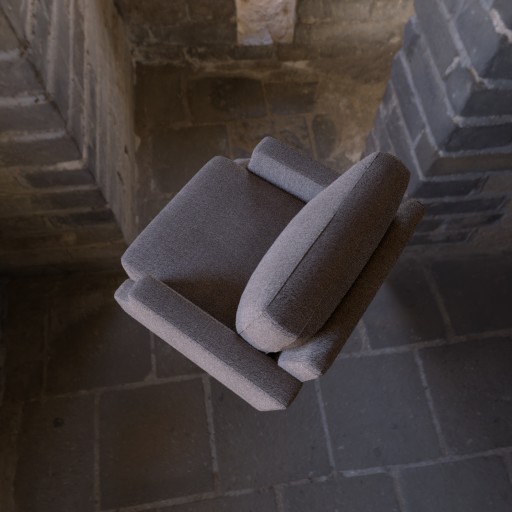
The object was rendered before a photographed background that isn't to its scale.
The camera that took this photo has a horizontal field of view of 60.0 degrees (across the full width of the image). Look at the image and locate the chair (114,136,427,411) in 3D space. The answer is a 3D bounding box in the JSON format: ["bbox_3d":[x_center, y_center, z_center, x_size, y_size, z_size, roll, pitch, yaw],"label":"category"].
[{"bbox_3d":[0.000,0.000,1.706,0.897,0.993,0.855,32,68,15],"label":"chair"}]
